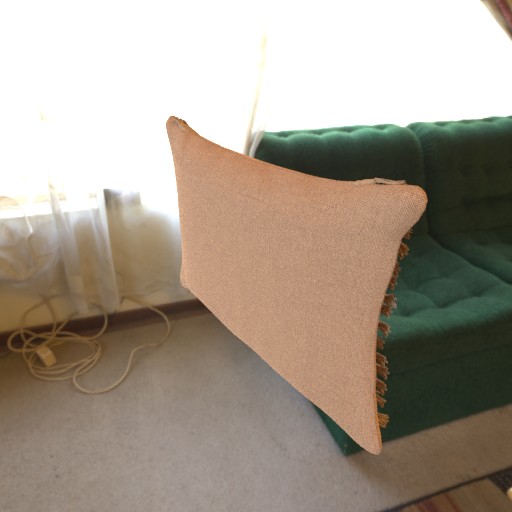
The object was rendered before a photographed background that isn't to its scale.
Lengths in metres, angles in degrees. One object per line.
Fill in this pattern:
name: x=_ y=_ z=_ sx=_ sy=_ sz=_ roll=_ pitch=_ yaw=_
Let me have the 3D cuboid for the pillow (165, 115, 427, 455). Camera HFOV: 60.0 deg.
pillow: x=0.000 y=0.000 z=0.582 sx=0.084 sy=0.305 sz=0.466 roll=-17 pitch=31 yaw=-31
